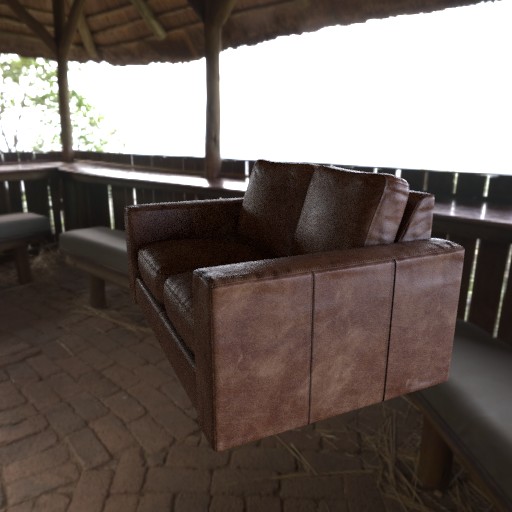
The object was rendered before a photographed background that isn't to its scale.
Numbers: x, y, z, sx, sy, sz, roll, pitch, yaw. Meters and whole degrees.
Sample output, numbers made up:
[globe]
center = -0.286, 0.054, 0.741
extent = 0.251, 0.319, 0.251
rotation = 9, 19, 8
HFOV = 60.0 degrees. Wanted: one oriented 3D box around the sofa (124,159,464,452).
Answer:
[sofa]
center = 0.000, 0.000, 2.239
extent = 1.041, 0.889, 1.626
rotation = -7, 17, -24
